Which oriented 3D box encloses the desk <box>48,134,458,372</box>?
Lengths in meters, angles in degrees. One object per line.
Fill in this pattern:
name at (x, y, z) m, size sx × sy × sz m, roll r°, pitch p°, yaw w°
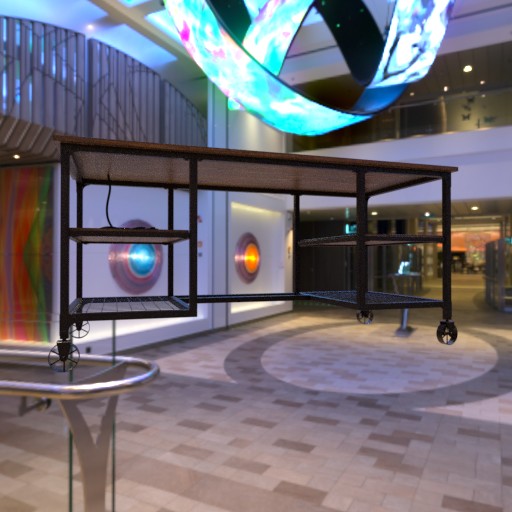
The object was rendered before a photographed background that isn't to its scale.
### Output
desk at (0.000, 0.000, 1.958) m, size 1.590 × 0.751 × 0.711 m, roll 0°, pitch -1°, yaw -18°
